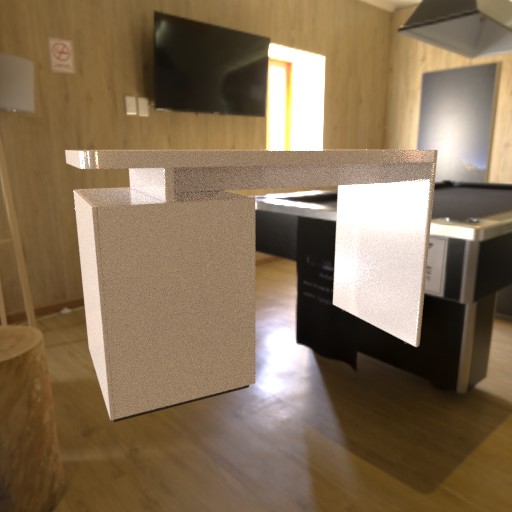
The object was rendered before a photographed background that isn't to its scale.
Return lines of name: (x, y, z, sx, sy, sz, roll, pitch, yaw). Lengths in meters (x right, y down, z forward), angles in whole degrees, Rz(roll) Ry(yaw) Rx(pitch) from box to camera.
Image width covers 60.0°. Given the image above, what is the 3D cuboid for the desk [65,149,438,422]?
desk: (0.000, 0.000, 1.633, 1.200, 0.760, 0.550, -7, 15, -26)
